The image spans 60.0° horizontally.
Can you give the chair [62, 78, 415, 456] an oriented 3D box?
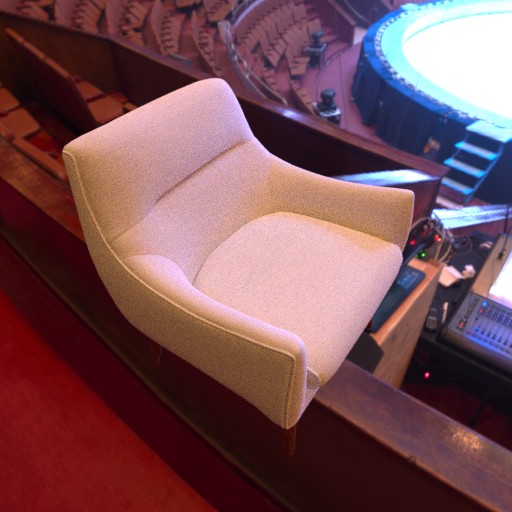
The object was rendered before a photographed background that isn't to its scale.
[{"bbox_3d":[0.000,0.000,1.386,0.787,0.838,0.762,24,47,25],"label":"chair"}]
